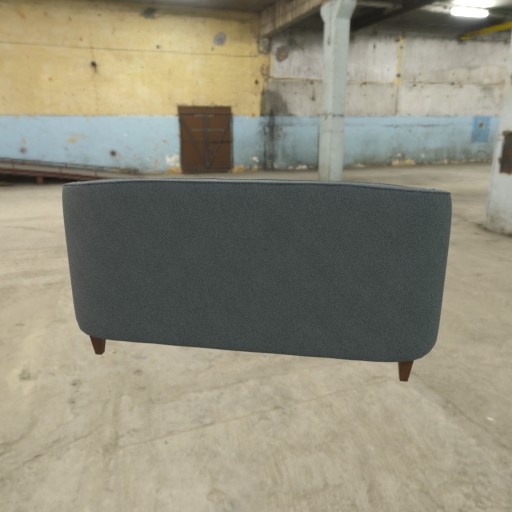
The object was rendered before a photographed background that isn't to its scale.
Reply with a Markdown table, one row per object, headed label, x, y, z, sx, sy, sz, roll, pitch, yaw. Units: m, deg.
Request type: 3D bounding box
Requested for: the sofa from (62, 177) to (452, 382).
| label | x | y | z | sx | sy | sz | roll | pitch | yaw |
| --- | --- | --- | --- | --- | --- | --- | --- | --- | --- |
| sofa | 0.000 | 0.000 | 2.260 | 1.733 | 0.855 | 0.941 | 3 | 16 | 9 |
